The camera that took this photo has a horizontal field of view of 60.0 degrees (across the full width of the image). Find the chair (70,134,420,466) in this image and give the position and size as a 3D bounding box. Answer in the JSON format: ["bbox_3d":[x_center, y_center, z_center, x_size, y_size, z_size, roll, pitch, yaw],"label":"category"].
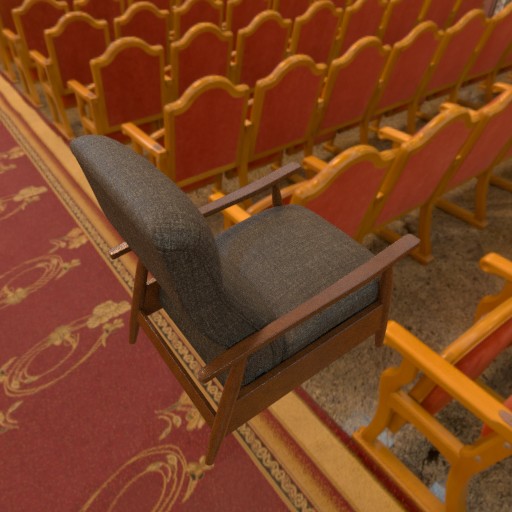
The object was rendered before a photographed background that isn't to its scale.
[{"bbox_3d":[0.000,0.000,1.749,1.014,1.082,0.762,-25,47,-26],"label":"chair"}]
